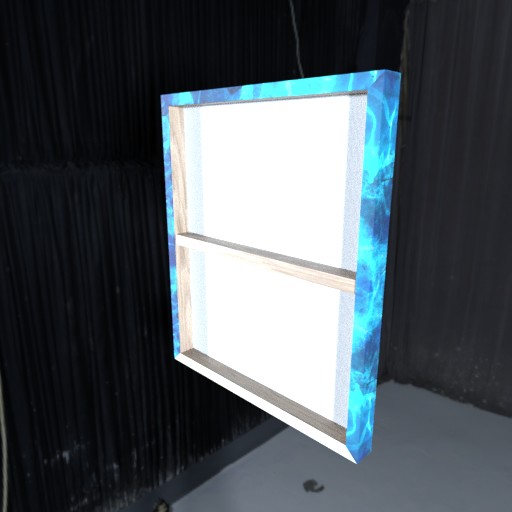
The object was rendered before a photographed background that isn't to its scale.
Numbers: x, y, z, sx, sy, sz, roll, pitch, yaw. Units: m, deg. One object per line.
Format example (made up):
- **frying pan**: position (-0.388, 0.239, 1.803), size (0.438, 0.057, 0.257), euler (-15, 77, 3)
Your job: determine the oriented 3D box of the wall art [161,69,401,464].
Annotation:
- **wall art**: position (0.000, 0.000, 0.707), size (0.432, 0.508, 0.038), euler (14, 21, 43)
